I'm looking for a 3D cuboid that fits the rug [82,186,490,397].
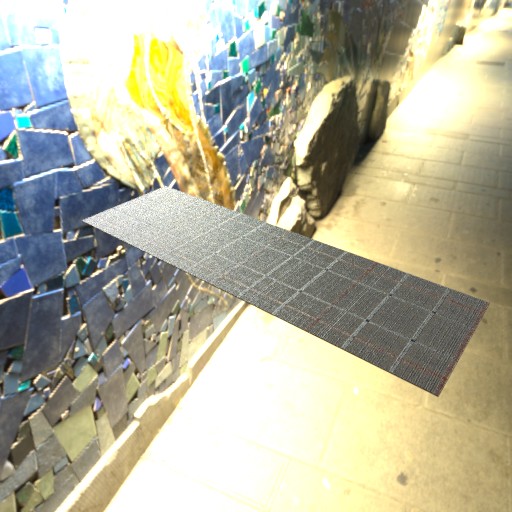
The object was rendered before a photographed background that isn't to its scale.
[{"bbox_3d":[0.000,0.000,2.648,2.439,0.008,0.762,23,38,32],"label":"rug"}]
